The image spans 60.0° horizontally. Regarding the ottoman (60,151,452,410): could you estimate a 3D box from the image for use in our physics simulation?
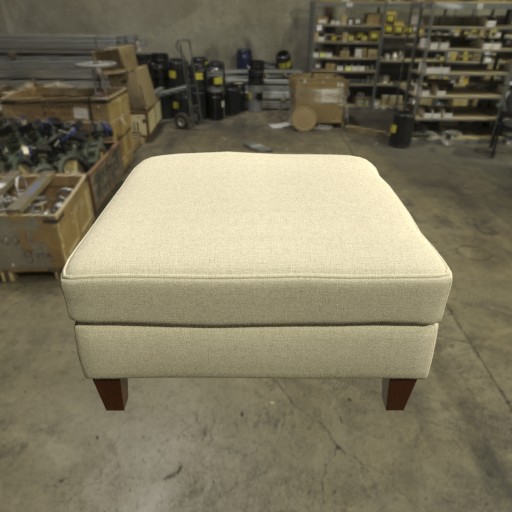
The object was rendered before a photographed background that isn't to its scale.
[{"bbox_3d":[0.000,0.000,1.353,0.838,0.478,0.838,0,29,0],"label":"ottoman"}]
